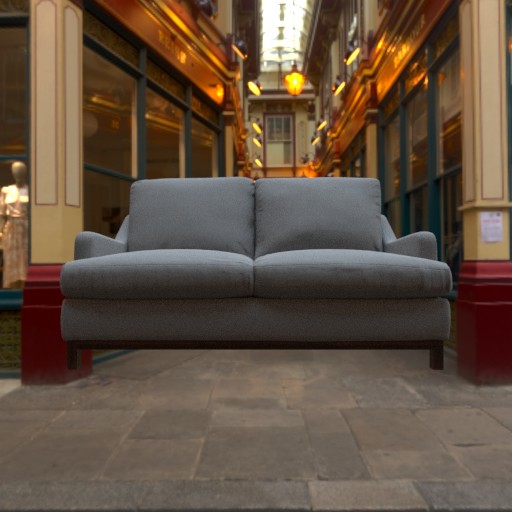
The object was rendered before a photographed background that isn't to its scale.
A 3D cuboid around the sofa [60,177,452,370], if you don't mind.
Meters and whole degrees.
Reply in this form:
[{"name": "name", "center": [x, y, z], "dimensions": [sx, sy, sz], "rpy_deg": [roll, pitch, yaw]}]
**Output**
[{"name": "sofa", "center": [0.000, 0.000, 2.237], "dimensions": [1.589, 0.921, 0.987], "rpy_deg": [0, 0, 0]}]
